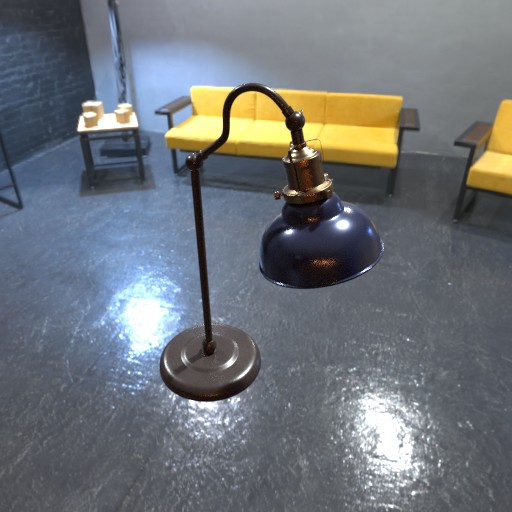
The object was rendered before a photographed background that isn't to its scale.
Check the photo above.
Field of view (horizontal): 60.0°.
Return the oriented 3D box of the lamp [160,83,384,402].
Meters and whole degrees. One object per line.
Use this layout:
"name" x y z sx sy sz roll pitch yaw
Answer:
"lamp" 0.000 0.000 0.688 0.374 0.508 0.192 10 33 16
